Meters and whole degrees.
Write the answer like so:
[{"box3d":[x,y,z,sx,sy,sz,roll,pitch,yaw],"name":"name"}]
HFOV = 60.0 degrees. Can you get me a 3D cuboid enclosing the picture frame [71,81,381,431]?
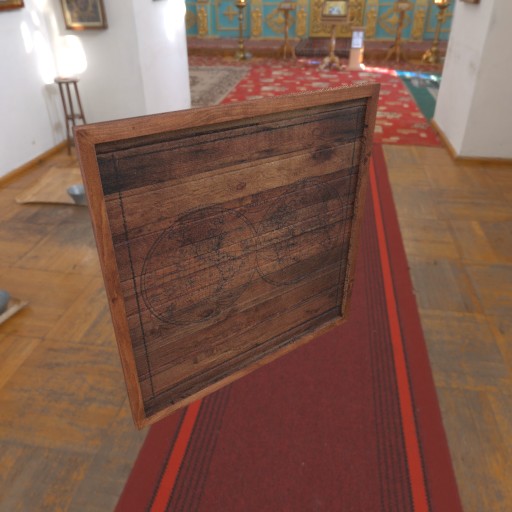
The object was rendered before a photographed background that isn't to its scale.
[{"box3d":[0.000,0.000,1.208,0.810,0.817,0.029,-20,36,-30],"name":"picture frame"}]
